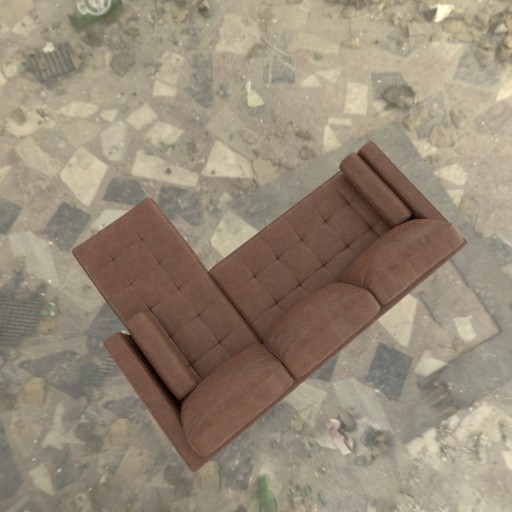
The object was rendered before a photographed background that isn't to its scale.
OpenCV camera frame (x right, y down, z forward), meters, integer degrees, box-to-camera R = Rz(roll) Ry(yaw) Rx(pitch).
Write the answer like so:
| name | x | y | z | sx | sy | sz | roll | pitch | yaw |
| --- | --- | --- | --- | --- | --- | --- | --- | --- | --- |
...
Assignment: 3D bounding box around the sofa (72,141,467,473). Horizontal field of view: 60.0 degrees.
| name | x | y | z | sx | sy | sz | roll | pitch | yaw |
| --- | --- | --- | --- | --- | --- | --- | --- | --- | --- |
| sofa | 0.000 | 0.000 | 2.941 | 2.185 | 0.841 | 1.613 | -37 | 79 | -9 |
